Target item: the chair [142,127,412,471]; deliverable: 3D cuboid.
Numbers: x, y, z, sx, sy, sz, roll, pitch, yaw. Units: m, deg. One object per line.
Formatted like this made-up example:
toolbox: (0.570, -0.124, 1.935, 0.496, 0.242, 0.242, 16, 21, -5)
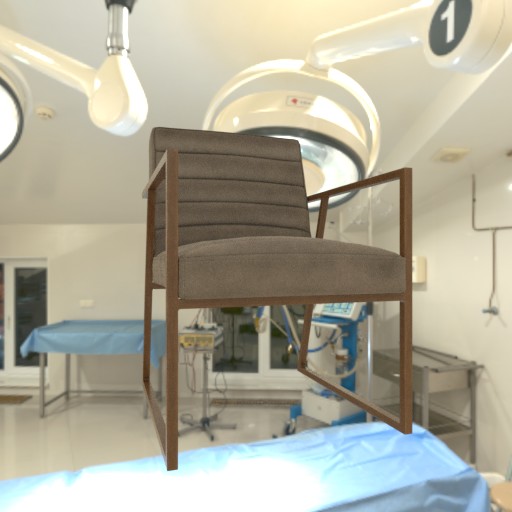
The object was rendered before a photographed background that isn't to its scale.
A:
chair: (0.000, 0.000, 1.249, 0.578, 0.843, 0.682, 0, 0, -18)
